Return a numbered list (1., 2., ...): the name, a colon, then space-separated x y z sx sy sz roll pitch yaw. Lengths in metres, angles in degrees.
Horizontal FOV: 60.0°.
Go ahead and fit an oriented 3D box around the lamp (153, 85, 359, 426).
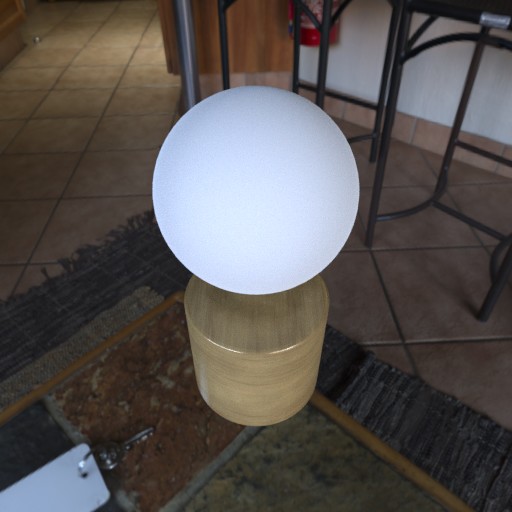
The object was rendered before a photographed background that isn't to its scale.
1. lamp: 0.000 0.000 0.344 0.141 0.250 0.152 0 42 0
